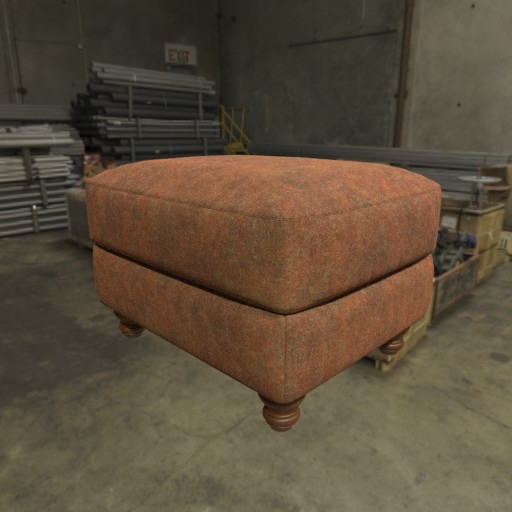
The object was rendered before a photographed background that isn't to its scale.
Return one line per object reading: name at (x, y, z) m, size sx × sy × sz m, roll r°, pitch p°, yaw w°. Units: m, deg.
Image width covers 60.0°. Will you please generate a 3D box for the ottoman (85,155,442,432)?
ottoman at (0.000, 0.000, 1.180) m, size 0.787 × 0.508 × 0.635 m, roll 16°, pitch 22°, yaw 43°
